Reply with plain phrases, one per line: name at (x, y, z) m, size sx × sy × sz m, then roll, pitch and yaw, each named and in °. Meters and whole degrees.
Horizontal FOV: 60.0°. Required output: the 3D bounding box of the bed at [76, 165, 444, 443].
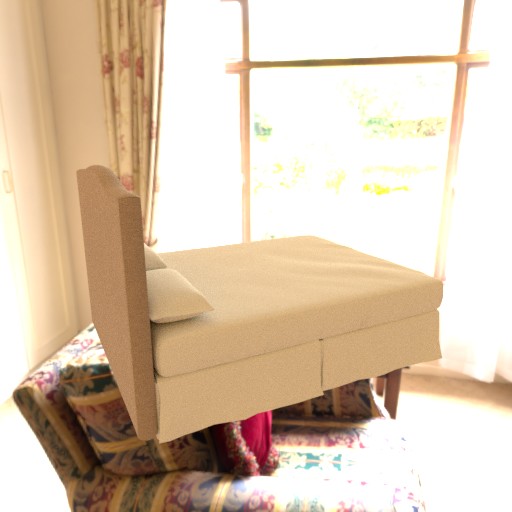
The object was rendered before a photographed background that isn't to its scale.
bed at (0.000, 0.000, 3.404) m, size 2.282 × 1.436 × 1.821 m, roll -8°, pitch 18°, yaw -26°
